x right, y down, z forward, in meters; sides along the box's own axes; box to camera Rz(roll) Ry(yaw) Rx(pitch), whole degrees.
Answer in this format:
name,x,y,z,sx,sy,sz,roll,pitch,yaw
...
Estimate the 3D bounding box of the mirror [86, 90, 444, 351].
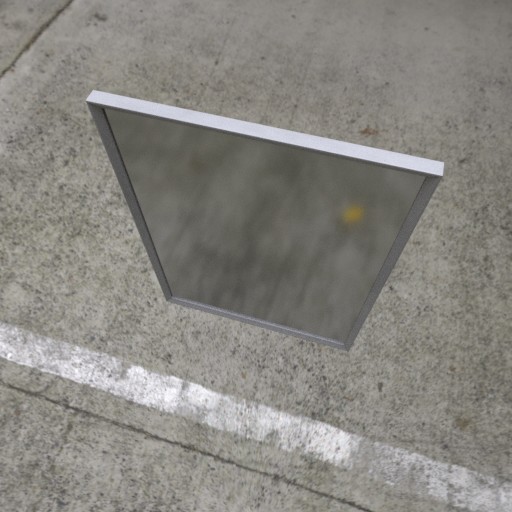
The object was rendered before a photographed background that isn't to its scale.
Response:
name,x,y,z,sx,sy,sz,roll,pitch,yaw
mirror,0.000,0.000,1.353,0.762,1.016,0.041,14,60,8
